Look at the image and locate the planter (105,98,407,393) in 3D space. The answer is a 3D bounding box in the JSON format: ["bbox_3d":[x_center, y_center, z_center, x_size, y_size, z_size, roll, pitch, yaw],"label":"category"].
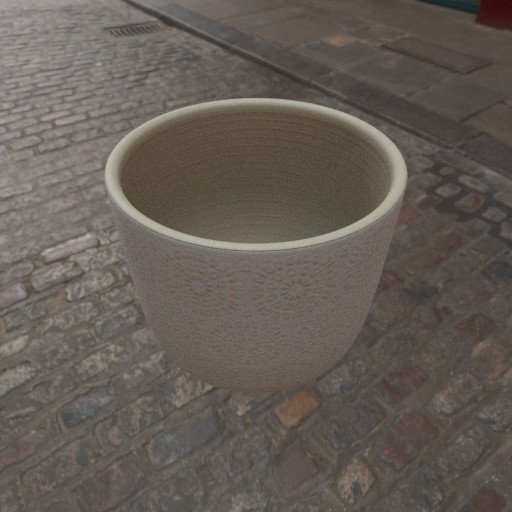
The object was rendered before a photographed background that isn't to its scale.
[{"bbox_3d":[0.000,0.000,0.375,0.208,0.190,0.208,0,41,0],"label":"planter"}]
